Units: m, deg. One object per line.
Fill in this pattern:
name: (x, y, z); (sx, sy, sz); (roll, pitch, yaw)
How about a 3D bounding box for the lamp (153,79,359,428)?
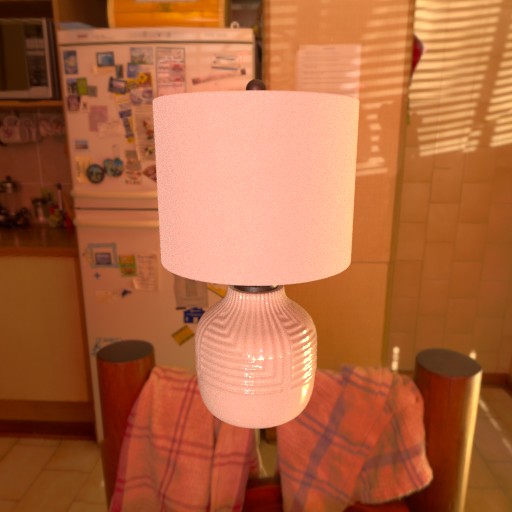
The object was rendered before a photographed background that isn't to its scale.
lamp: (0.000, 0.000, 0.759); (0.318, 0.567, 0.318); (0, 14, 0)
